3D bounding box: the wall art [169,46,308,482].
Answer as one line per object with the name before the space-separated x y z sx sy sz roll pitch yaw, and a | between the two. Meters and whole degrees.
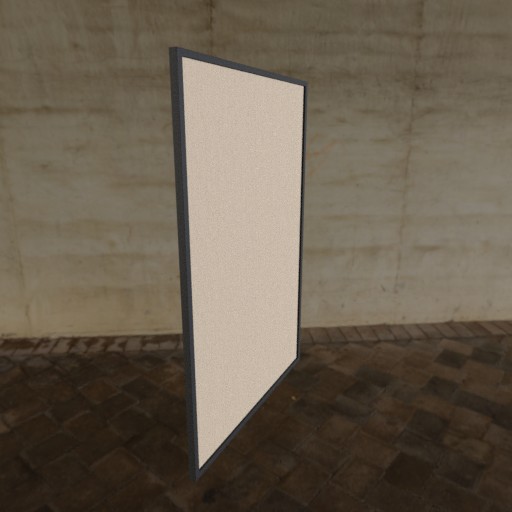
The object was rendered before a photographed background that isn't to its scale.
wall art | 0.000 0.000 0.839 0.013 0.657 0.457 8 17 26
